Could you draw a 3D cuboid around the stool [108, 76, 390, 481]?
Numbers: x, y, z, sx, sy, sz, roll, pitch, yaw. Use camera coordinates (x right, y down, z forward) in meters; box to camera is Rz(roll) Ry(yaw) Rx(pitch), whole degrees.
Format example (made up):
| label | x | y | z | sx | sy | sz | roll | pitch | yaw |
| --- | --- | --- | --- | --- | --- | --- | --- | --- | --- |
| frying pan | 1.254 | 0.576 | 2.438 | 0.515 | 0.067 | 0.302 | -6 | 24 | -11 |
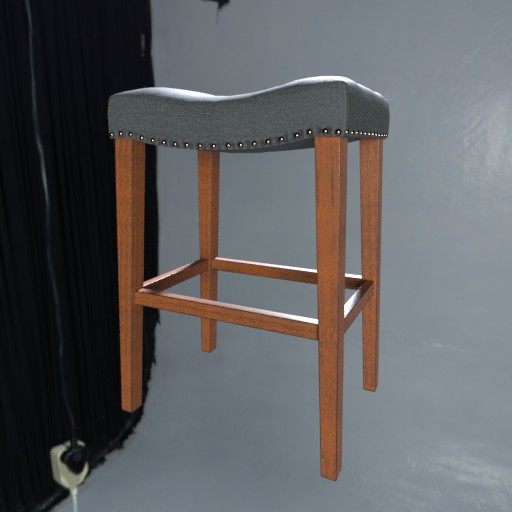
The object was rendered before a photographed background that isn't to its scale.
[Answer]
| label | x | y | z | sx | sy | sz | roll | pitch | yaw |
| --- | --- | --- | --- | --- | --- | --- | --- | --- | --- |
| stool | 0.000 | 0.000 | 0.854 | 0.439 | 0.612 | 0.320 | 7 | 16 | 26 |
